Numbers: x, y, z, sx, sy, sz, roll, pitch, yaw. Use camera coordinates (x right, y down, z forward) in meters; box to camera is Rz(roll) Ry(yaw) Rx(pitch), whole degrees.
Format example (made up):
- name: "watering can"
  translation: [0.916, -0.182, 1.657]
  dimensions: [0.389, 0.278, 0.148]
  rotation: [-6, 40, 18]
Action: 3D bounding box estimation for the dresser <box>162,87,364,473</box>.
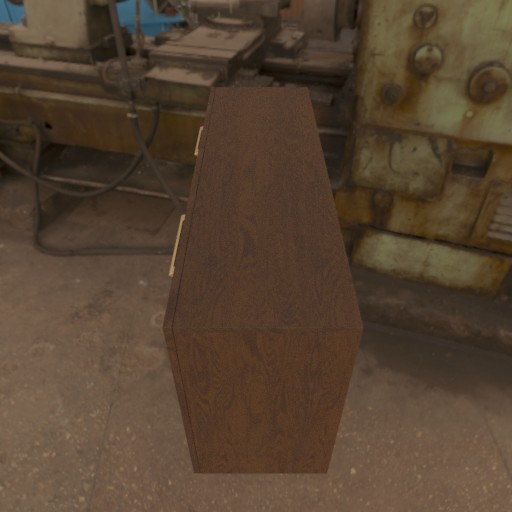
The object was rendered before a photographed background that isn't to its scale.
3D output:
- name: "dresser"
  translation: [0.000, 0.000, 1.917]
  dimensions: [0.512, 0.889, 1.523]
  rotation: [0, 41, 0]
